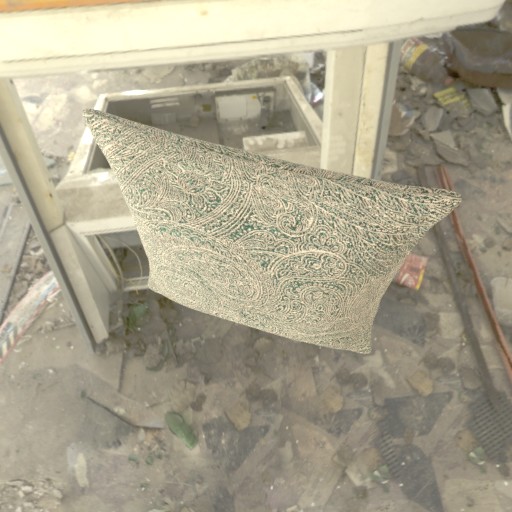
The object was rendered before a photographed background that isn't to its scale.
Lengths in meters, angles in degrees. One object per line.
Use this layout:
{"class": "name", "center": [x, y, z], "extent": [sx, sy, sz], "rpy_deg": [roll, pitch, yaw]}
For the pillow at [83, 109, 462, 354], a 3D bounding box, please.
{"class": "pillow", "center": [0.000, 0.000, 0.792], "extent": [0.526, 0.507, 0.166], "rpy_deg": [15, 59, 10]}
